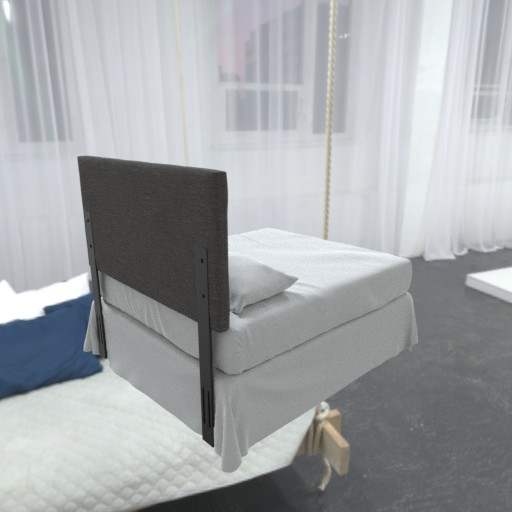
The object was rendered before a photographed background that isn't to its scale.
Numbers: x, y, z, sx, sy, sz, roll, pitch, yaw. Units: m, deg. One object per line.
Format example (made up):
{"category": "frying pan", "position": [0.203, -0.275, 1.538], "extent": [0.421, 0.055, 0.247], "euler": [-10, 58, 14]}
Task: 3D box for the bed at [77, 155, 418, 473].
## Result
{"category": "bed", "position": [0.000, 0.000, 3.522], "extent": [2.222, 1.577, 1.936], "euler": [-15, 22, -41]}
